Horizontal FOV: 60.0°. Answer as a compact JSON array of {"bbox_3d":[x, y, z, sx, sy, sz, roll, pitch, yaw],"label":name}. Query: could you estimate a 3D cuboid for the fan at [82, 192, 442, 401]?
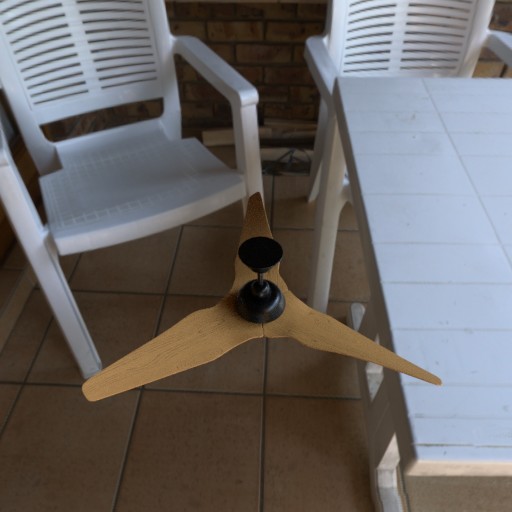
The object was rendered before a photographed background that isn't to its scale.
[{"bbox_3d":[0.000,0.000,1.651,1.142,0.355,1.010,-2,46,-2],"label":"fan"}]
